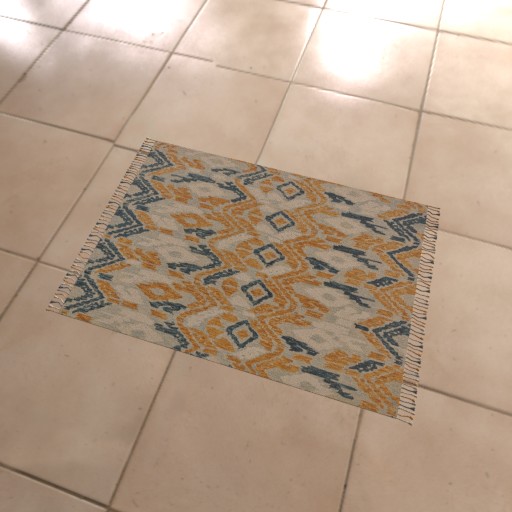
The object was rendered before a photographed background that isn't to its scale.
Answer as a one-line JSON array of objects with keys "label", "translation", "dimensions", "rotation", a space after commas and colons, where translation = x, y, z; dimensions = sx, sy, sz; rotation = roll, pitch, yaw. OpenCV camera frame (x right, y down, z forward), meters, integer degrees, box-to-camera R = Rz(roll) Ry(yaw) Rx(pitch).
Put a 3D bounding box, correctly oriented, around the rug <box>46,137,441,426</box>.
[{"label": "rug", "translation": [0.000, 0.000, 2.365], "dimensions": [1.827, 0.008, 1.230], "rotation": [15, 62, 8]}]
